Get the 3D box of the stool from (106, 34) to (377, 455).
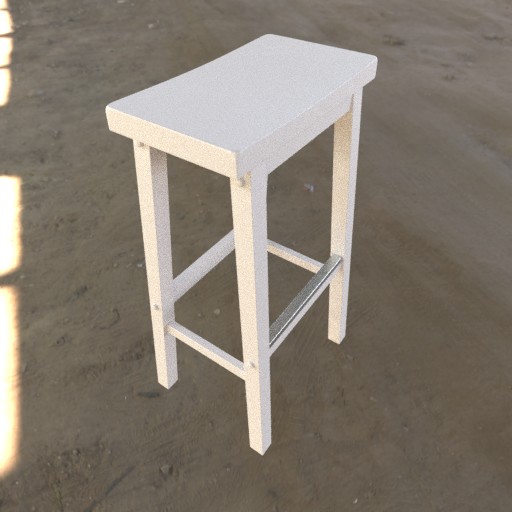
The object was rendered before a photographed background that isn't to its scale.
[{"bbox_3d":[0.000,0.000,0.934,0.322,0.742,0.406,25,48,25],"label":"stool"}]
